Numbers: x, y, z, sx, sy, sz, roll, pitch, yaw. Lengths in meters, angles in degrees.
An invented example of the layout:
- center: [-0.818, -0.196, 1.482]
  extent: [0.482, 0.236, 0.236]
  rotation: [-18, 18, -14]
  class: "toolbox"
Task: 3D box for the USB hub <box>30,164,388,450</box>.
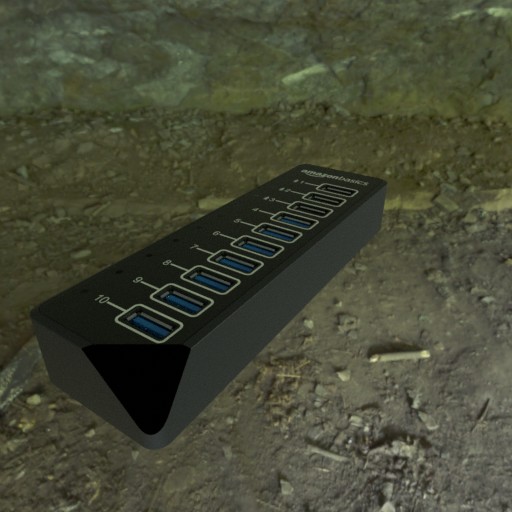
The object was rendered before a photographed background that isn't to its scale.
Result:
- center: [0.000, 0.000, 0.158]
  extent: [0.044, 0.023, 0.145]
  rotation: [19, 35, 29]
  class: "USB hub"
